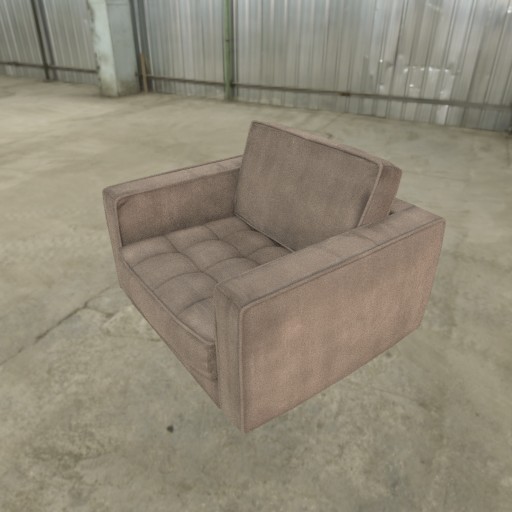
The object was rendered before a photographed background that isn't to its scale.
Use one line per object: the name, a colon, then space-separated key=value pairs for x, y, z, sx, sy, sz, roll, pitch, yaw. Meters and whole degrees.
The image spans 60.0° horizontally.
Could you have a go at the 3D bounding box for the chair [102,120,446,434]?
chair: x=0.000 y=0.000 z=1.563 sx=0.843 sy=0.773 sz=0.928 roll=-21 pitch=36 yaw=-31
